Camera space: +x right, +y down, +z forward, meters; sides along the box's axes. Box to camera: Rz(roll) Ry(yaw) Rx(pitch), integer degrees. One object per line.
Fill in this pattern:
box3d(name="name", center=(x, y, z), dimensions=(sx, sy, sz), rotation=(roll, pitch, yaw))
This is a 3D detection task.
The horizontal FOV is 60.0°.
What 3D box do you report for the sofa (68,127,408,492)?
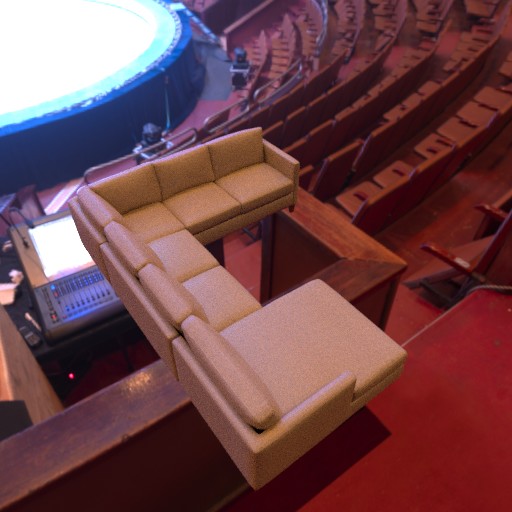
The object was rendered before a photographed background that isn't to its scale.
box3d(name="sofa", center=(0.000, 0.000, 4.508), dimensions=(2.594, 0.961, 3.460), rotation=(-27, 49, -26))
